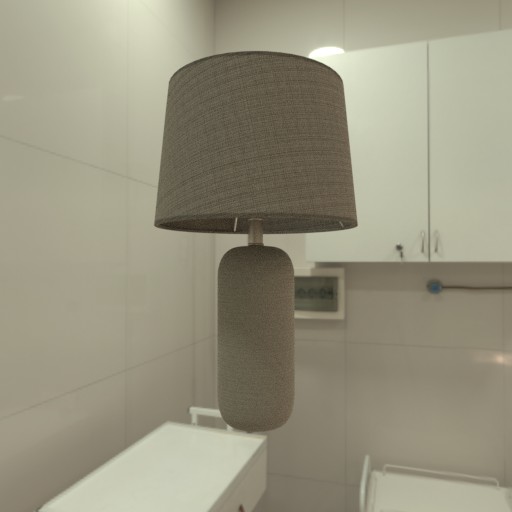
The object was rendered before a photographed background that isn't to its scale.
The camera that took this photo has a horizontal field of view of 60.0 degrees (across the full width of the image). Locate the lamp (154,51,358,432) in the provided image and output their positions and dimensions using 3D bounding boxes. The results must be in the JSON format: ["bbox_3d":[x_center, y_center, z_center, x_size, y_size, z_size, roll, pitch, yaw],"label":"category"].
[{"bbox_3d":[0.000,0.000,0.817,0.367,0.609,0.367,0,-1,0],"label":"lamp"}]
